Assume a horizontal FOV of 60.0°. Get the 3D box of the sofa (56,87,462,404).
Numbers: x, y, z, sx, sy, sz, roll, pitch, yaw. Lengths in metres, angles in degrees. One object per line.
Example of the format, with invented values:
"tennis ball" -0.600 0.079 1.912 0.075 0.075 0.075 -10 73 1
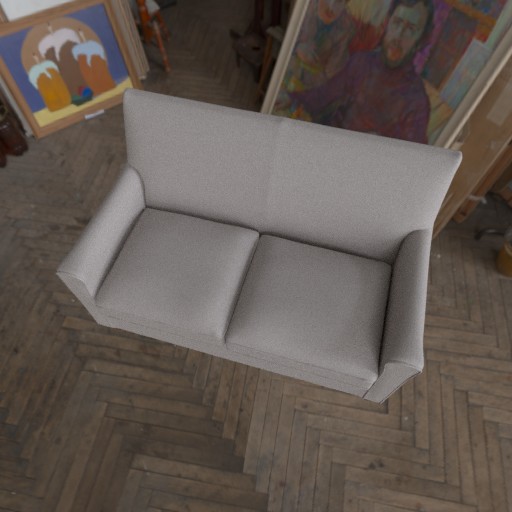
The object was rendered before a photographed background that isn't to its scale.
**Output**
"sofa" 0.000 0.000 2.029 1.482 0.890 0.888 14 58 9
